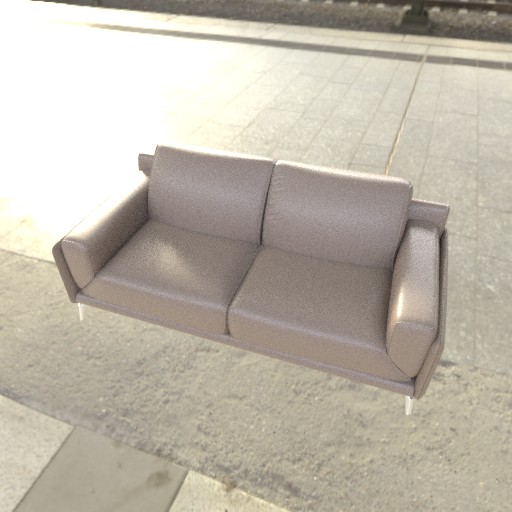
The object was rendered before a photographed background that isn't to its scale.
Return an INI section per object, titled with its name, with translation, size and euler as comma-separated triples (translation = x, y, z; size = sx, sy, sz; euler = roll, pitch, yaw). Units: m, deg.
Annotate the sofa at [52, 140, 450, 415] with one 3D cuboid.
[sofa]
translation = 0.000, 0.000, 2.604
size = 2.101, 0.930, 1.049
euler = 13, 42, 14
